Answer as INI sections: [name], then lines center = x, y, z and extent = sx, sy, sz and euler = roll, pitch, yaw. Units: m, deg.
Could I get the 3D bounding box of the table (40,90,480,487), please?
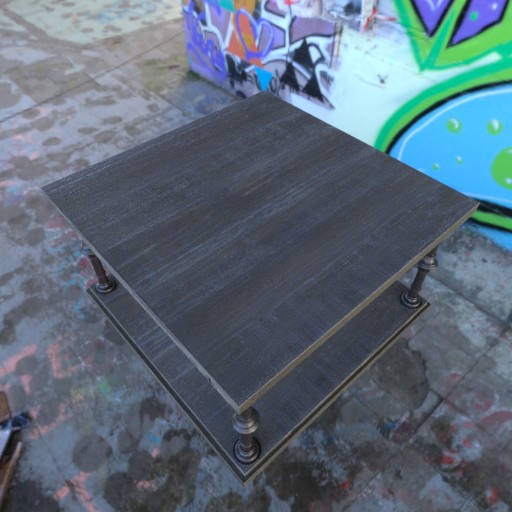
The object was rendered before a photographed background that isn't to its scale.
[table]
center = 0.000, 0.000, 1.136
extent = 0.696, 0.400, 0.696
euler = -33, 55, -27
